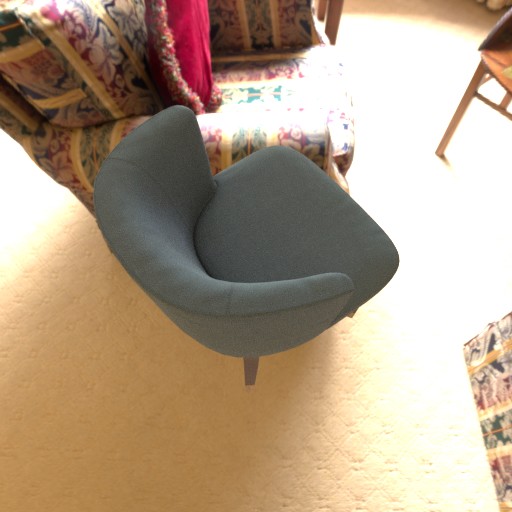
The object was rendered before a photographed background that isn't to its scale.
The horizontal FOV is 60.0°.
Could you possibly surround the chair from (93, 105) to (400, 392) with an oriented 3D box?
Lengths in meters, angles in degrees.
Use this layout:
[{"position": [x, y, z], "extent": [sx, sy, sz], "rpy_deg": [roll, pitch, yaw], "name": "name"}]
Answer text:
[{"position": [0.000, 0.000, 1.304], "extent": [0.702, 0.760, 0.661], "rpy_deg": [-33, 65, -17], "name": "chair"}]
